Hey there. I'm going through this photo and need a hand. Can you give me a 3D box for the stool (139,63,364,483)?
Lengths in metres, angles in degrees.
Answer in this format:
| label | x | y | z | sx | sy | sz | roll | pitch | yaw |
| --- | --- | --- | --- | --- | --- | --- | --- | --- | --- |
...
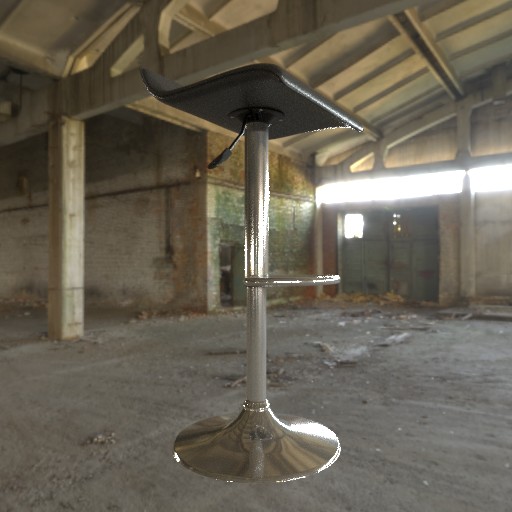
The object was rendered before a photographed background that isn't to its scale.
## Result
| label | x | y | z | sx | sy | sz | roll | pitch | yaw |
| --- | --- | --- | --- | --- | --- | --- | --- | --- | --- |
| stool | 0.000 | 0.000 | 1.021 | 0.381 | 0.851 | 0.381 | -1 | -1 | 36 |
